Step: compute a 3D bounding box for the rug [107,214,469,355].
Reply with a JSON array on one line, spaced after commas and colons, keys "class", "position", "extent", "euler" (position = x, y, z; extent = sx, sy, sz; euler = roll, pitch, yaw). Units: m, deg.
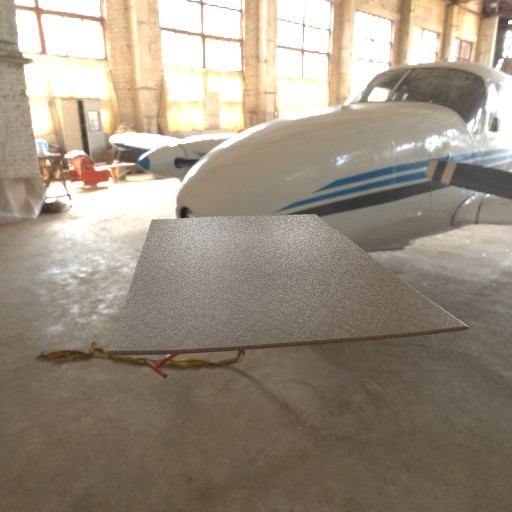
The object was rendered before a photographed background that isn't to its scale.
[{"class": "rug", "position": [0.000, 0.000, 2.990], "extent": [1.553, 0.053, 2.430], "euler": [-3, 18, -8]}]
